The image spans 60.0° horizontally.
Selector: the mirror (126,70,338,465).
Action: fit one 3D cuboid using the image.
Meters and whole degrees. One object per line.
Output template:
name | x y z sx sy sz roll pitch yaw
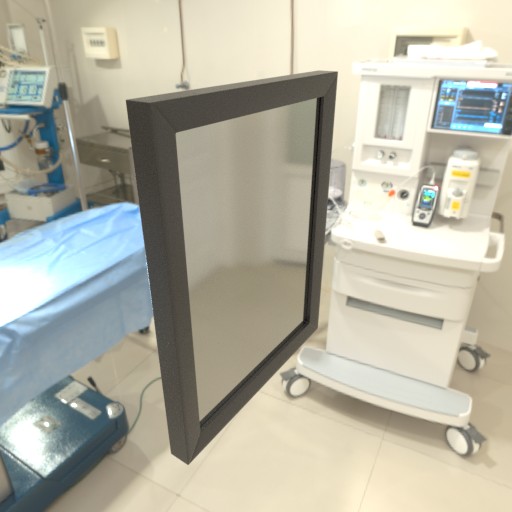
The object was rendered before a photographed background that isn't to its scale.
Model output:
mirror | 0.000 0.000 0.691 0.041 0.508 0.405 18 32 30
